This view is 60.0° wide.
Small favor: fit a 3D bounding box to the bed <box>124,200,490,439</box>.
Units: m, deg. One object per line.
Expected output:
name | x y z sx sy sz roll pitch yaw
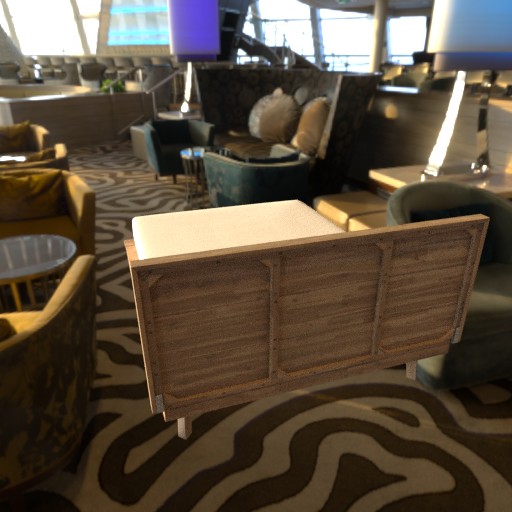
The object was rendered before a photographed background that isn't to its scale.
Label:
bed | 0.000 0.000 3.107 1.759 1.071 2.145 -8 26 -17
